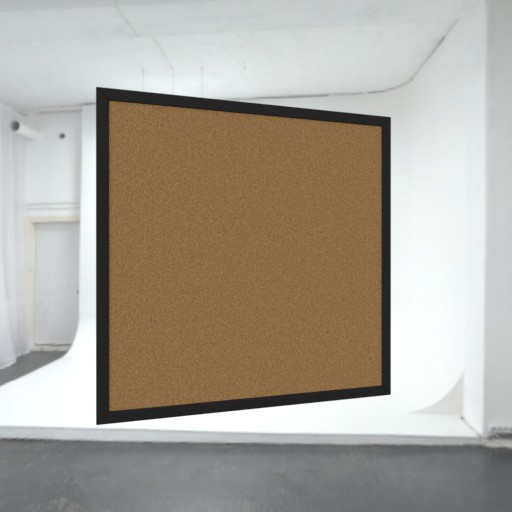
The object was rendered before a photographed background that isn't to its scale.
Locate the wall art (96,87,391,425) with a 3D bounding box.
[{"bbox_3d":[0.000,0.000,1.125,0.763,0.763,0.037,0,0,-17],"label":"wall art"}]
